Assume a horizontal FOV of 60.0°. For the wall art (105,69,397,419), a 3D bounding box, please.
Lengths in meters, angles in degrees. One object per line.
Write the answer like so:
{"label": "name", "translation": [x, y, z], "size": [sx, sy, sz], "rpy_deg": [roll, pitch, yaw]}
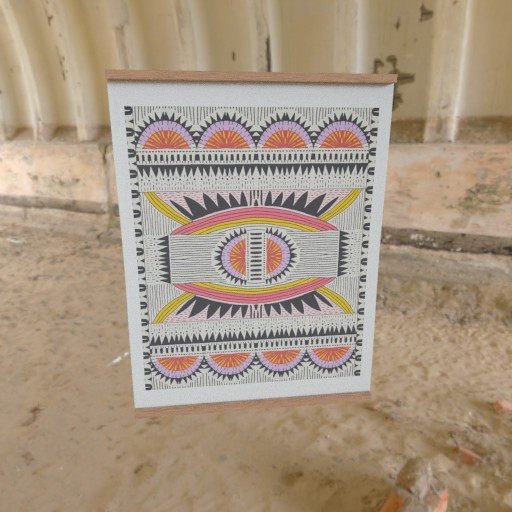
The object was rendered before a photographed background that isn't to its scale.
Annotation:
{"label": "wall art", "translation": [0.000, 0.000, 0.687], "size": [0.403, 0.527, 0.028], "rpy_deg": [-2, 16, -7]}
